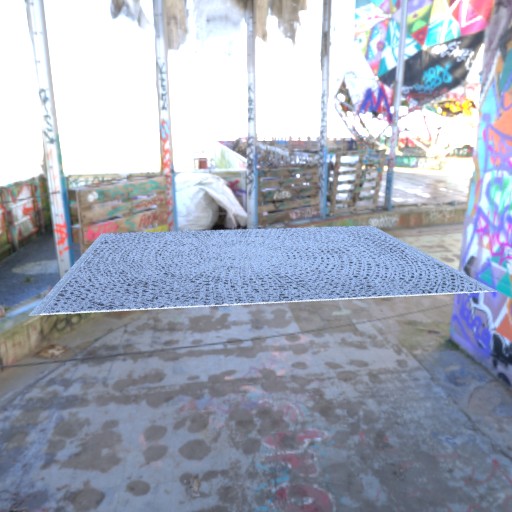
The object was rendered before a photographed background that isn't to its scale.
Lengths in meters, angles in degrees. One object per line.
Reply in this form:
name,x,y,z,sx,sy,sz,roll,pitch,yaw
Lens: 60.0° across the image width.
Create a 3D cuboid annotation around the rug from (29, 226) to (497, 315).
rug,0.000,0.000,2.096,1.634,0.003,1.190,-2,16,-8
